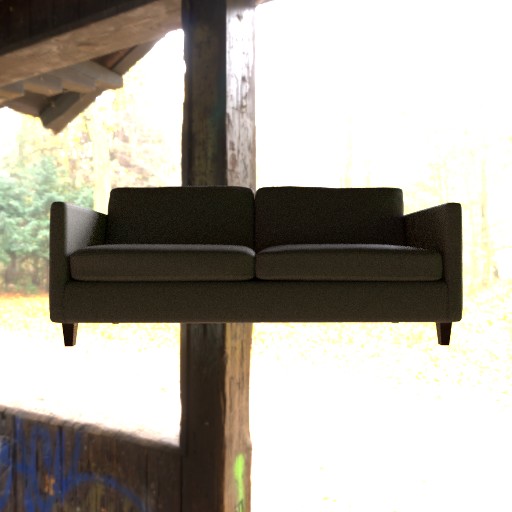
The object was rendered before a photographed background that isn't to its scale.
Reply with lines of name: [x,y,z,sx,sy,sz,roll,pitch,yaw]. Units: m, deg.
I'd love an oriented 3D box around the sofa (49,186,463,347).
sofa: [0.000,0.000,2.773,2.208,0.963,0.956,0,0,-1]
